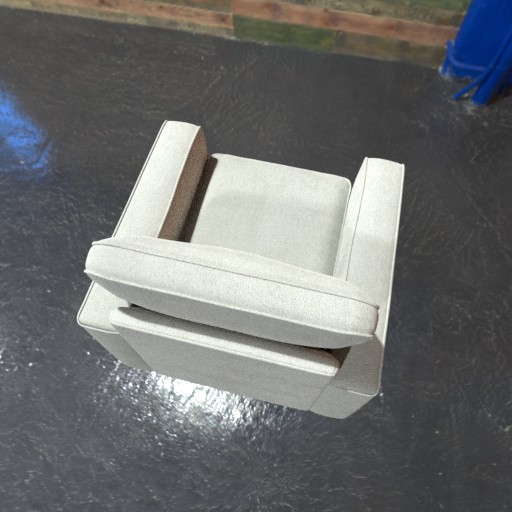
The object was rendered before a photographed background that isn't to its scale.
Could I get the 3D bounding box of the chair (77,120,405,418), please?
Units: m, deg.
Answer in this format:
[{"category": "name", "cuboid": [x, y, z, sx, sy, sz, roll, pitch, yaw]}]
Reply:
[{"category": "chair", "cuboid": [0.000, 0.000, 1.741, 1.015, 0.965, 0.939, 12, 64, 6]}]
